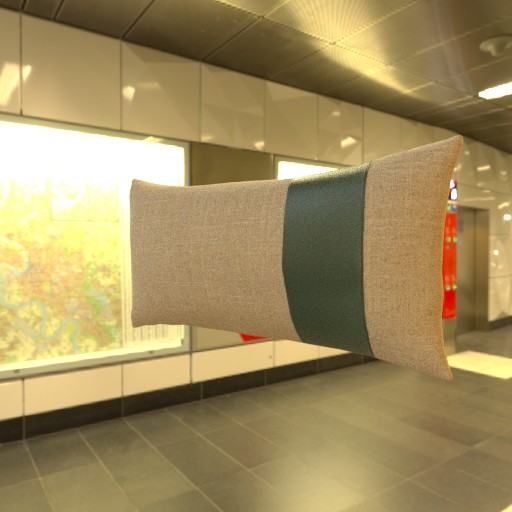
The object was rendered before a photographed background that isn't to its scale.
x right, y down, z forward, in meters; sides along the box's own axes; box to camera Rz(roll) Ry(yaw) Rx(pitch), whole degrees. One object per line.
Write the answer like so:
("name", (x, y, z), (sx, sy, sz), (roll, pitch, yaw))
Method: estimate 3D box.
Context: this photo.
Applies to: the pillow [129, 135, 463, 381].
("pillow", (0.000, 0.000, 1.005), (0.859, 0.429, 0.197), (1, 1, 35))
